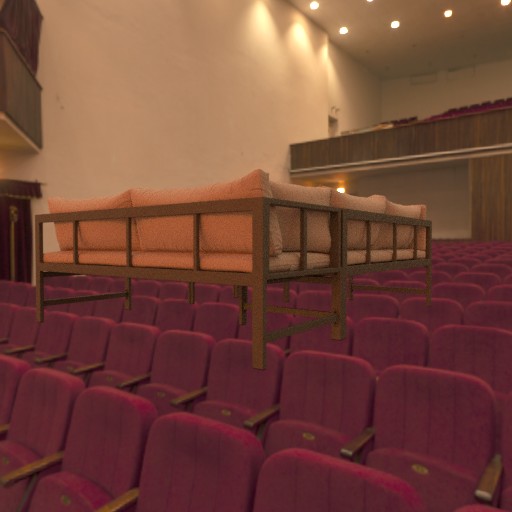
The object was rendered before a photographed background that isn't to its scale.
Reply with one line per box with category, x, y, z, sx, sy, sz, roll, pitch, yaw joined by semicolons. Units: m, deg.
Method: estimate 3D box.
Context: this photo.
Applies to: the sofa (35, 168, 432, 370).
sofa;0.000;0.000;2.929;1.658;0.758;2.096;1;2;37
